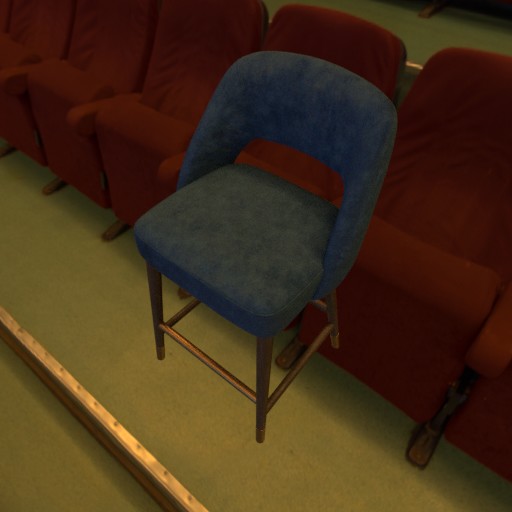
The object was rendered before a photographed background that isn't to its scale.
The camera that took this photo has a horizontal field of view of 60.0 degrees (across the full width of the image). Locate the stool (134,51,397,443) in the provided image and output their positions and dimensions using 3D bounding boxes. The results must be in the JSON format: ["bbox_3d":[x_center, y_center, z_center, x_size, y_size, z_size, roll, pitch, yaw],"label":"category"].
[{"bbox_3d":[0.000,0.000,1.233,0.536,0.925,0.524,31,54,26],"label":"stool"}]
